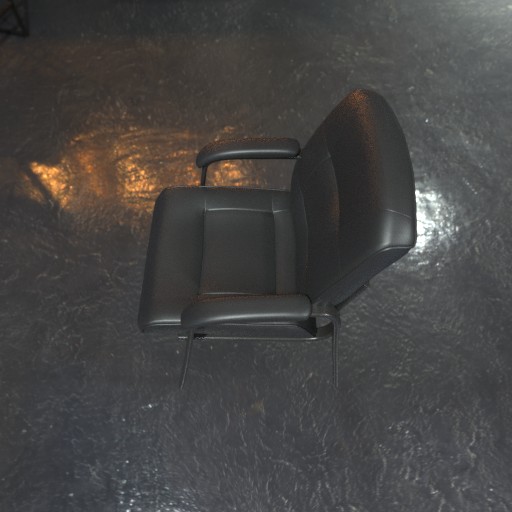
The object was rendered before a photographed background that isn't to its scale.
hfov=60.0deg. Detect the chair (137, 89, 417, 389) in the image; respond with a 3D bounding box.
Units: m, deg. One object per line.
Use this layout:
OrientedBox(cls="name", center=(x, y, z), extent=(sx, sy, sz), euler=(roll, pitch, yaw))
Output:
OrientedBox(cls="chair", center=(0.000, 0.000, 1.331), extent=(0.668, 0.910, 0.591), euler=(0, 59, 0))
